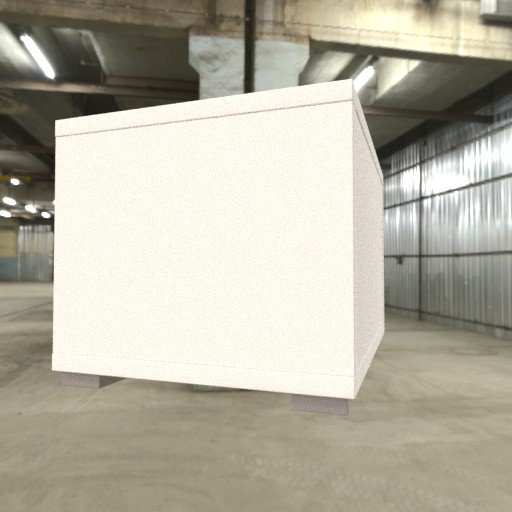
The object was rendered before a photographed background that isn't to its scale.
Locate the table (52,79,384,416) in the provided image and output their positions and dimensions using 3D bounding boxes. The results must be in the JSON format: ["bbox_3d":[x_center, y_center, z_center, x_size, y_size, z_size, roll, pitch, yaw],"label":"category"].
[{"bbox_3d":[0.000,0.000,0.773,0.399,0.357,0.517,-1,-2,19],"label":"table"}]
